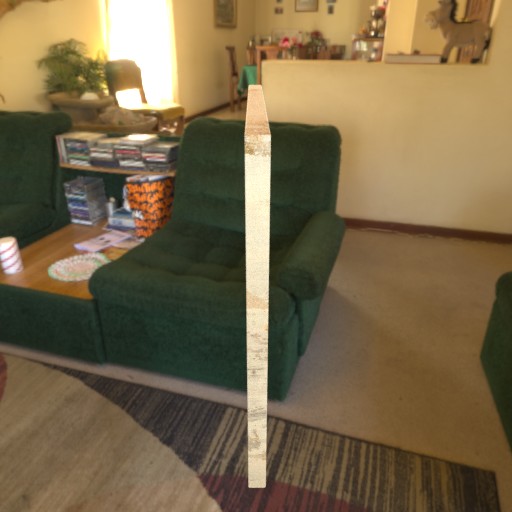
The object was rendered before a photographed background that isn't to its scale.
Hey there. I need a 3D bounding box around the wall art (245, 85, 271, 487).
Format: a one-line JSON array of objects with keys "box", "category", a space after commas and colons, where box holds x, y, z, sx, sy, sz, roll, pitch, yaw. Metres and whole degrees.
[{"box": [0.000, 0.000, 1.136, 0.038, 0.755, 0.753, 0, 26, 0], "category": "wall art"}]
